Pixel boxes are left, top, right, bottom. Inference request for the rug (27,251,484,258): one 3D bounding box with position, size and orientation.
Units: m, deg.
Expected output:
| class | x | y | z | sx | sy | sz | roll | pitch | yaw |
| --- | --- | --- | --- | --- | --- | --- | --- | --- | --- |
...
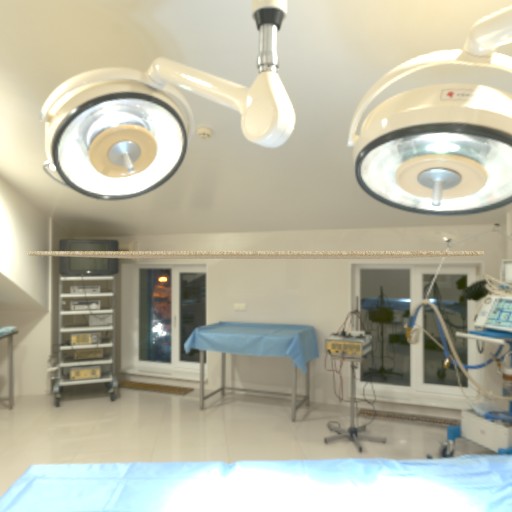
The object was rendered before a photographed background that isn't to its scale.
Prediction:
| class | x | y | z | sx | sy | sz | roll | pitch | yaw |
| --- | --- | --- | --- | --- | --- | --- | --- | --- | --- |
| rug | 0.000 | 0.000 | 4.078 | 3.001 | 0.025 | 2.401 | 0 | -1 | 0 |
